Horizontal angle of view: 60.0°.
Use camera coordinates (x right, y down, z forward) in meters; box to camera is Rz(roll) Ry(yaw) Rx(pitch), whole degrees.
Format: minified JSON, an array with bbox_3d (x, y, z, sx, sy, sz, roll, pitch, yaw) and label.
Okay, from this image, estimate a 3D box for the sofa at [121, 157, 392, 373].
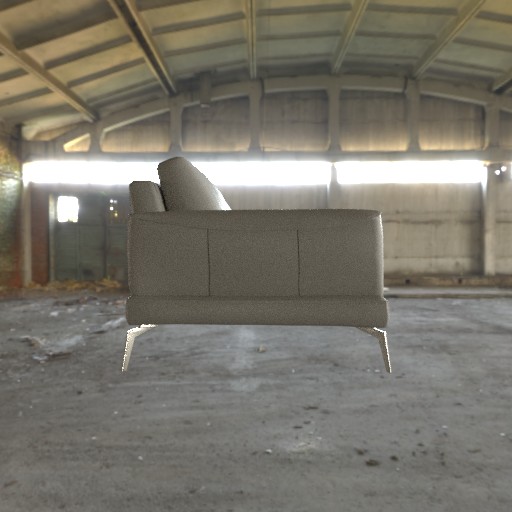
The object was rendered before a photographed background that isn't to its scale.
[{"bbox_3d":[0.000,0.000,2.843,1.121,0.930,2.177,0,1,0],"label":"sofa"}]
